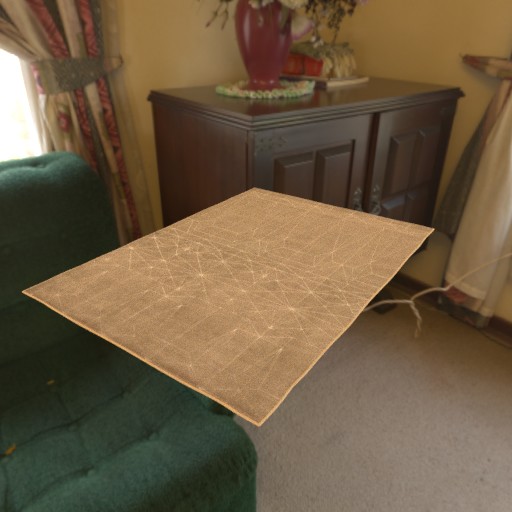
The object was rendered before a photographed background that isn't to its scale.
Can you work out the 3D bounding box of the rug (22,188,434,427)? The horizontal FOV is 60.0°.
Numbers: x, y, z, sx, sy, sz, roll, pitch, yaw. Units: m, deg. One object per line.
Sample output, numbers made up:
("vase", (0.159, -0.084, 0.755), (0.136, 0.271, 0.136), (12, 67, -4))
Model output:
("rug", (0.000, 0.000, 4.297), (2.449, 0.019, 3.357), (18, 32, 31))
